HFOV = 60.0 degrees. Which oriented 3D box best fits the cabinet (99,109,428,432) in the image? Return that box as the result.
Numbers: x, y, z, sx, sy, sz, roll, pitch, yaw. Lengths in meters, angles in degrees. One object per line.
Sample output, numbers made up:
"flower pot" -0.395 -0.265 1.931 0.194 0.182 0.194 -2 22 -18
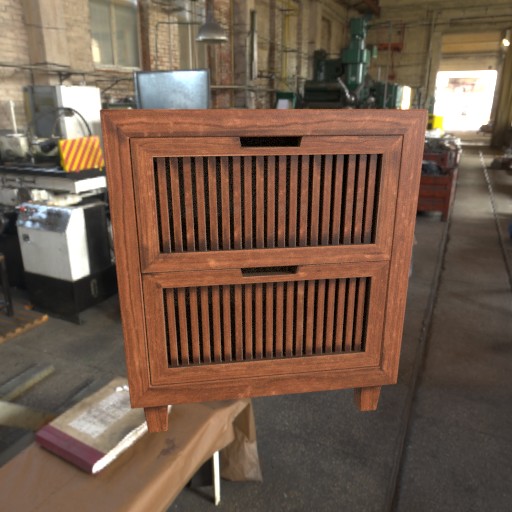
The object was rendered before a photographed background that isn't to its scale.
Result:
"cabinet" 0.000 0.000 1.105 0.607 0.695 0.410 -3 19 -8
